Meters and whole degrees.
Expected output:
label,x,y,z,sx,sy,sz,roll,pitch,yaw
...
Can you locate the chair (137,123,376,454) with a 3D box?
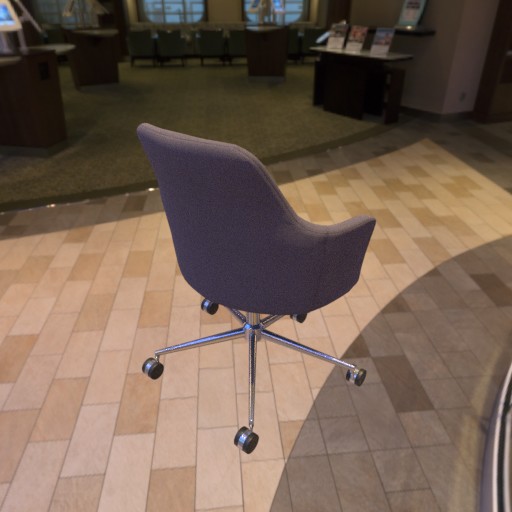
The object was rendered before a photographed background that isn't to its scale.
label,x,y,z,sx,sy,sz,roll,pitch,yaw
chair,0.000,0.000,1.283,0.655,0.820,0.600,22,37,33
